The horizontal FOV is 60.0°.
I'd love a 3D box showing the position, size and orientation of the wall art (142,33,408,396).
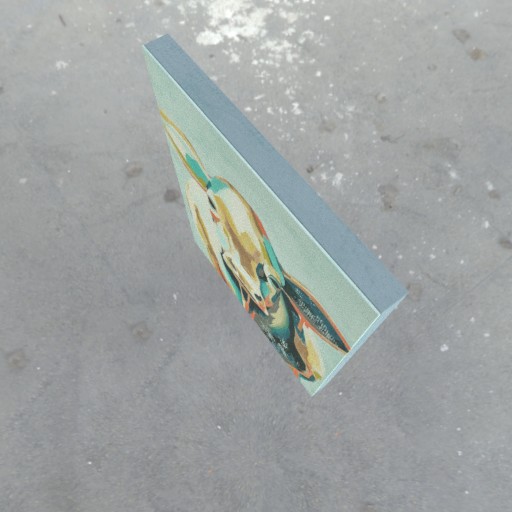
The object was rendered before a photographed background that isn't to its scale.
[{"bbox_3d":[0.000,0.000,0.687,0.037,0.509,0.409,-33,69,-14],"label":"wall art"}]
